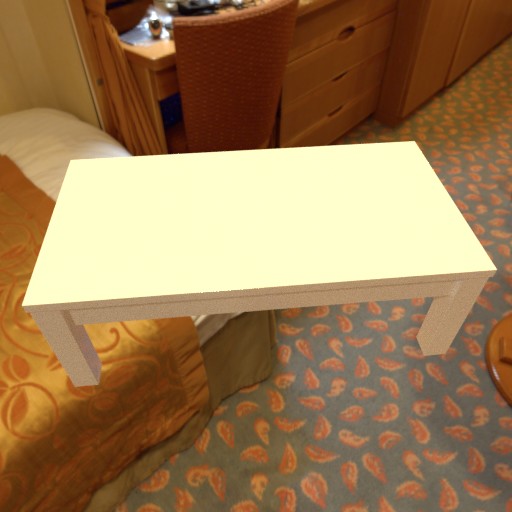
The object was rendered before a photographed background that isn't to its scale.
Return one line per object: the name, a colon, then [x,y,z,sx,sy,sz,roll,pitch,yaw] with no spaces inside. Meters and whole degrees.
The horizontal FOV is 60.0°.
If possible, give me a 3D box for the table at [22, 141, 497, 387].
table: [0.000,0.000,1.662,1.350,0.470,0.700,-4,46,-4]
